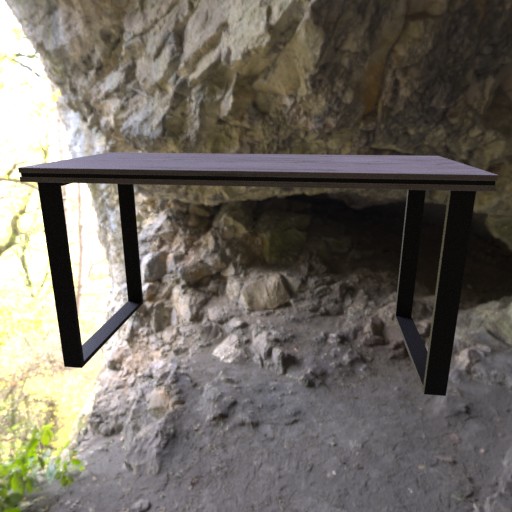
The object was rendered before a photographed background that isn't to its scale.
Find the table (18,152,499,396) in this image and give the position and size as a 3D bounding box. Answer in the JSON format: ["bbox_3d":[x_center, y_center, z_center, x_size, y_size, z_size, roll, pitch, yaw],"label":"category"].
[{"bbox_3d":[0.000,0.000,2.135,1.778,0.899,0.795,2,17,7],"label":"table"}]
